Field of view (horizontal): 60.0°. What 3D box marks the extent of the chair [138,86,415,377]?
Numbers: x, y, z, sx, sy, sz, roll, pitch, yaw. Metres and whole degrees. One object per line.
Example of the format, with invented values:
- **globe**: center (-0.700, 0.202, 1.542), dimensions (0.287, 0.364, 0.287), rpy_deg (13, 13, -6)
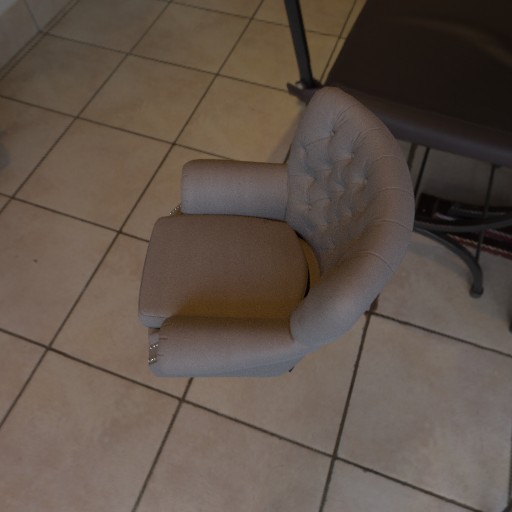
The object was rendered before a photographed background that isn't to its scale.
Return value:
- **chair**: center (0.000, 0.000, 1.815), dimensions (0.983, 1.046, 0.983), rpy_deg (1, 59, 1)
